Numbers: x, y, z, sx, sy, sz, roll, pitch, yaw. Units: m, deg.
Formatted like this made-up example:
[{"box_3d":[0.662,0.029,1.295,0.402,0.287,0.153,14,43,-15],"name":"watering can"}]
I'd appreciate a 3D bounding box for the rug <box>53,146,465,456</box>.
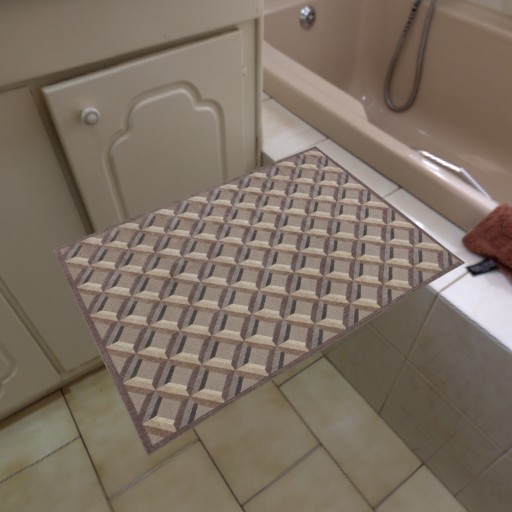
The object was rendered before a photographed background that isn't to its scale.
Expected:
[{"box_3d":[0.000,0.000,2.961,2.260,0.013,1.600,-25,53,-21],"name":"rug"}]
